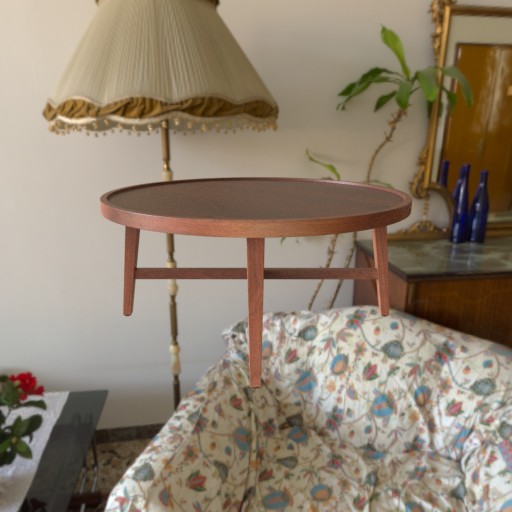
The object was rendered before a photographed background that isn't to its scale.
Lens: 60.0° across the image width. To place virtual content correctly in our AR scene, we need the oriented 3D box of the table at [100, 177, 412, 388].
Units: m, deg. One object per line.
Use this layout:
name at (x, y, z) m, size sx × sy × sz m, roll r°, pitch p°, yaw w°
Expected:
table at (0.000, 0.000, 1.246) m, size 0.800 × 0.360 × 0.800 m, roll 0°, pitch 16°, yaw 0°
